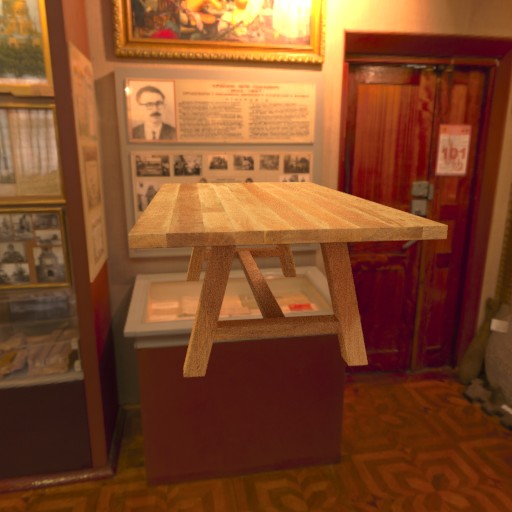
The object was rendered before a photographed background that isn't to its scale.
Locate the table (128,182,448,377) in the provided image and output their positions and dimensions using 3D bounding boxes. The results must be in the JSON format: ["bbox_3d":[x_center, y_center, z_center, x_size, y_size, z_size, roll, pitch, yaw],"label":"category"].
[{"bbox_3d":[0.000,0.000,1.720,0.760,0.455,1.320,-2,14,-8],"label":"table"}]
